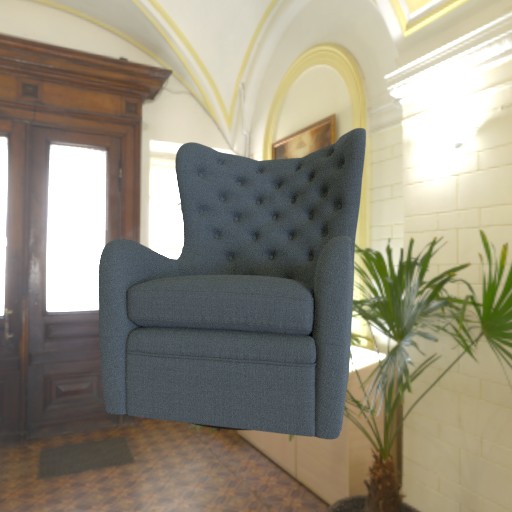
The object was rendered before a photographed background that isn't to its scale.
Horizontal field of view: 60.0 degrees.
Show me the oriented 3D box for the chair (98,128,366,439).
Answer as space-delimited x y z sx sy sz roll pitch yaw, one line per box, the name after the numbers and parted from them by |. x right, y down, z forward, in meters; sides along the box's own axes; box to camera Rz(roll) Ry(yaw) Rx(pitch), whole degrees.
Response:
0.000 0.000 1.742 0.831 1.079 0.930 0 -1 17 | chair
